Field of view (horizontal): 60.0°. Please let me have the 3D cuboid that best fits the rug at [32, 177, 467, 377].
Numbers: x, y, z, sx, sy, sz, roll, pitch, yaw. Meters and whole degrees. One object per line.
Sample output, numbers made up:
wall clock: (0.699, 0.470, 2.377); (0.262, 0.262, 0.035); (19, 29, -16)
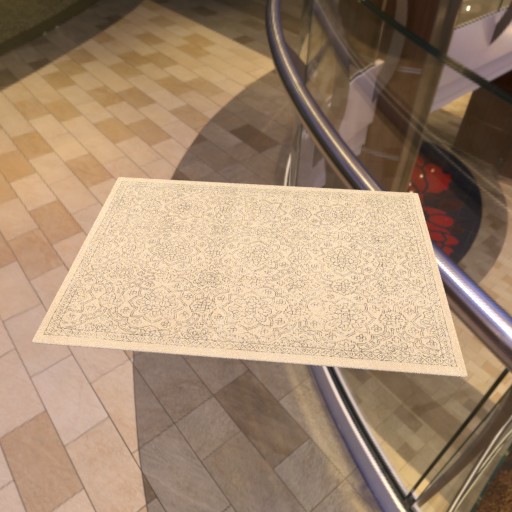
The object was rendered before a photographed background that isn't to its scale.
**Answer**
rug: (0.000, 0.000, 2.274); (1.829, 0.010, 1.219); (4, 45, 4)
